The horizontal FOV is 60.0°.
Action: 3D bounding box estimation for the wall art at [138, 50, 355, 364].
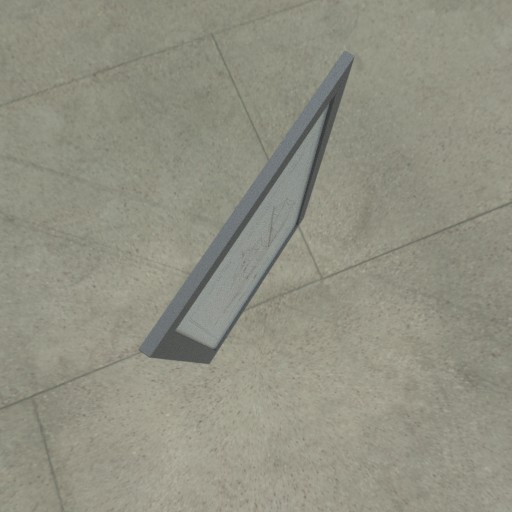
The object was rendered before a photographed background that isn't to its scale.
[{"bbox_3d":[0.000,0.000,0.701,0.013,0.534,0.380,32,78,8],"label":"wall art"}]
